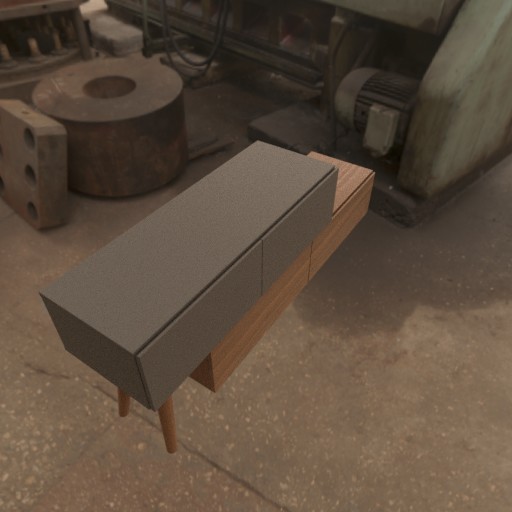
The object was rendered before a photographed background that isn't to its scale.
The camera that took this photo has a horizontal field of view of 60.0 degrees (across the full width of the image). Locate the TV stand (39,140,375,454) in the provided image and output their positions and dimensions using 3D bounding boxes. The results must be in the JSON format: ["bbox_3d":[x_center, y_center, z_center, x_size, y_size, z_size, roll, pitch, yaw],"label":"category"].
[{"bbox_3d":[0.000,0.000,1.581,0.329,0.591,1.336,24,47,25],"label":"TV stand"}]
